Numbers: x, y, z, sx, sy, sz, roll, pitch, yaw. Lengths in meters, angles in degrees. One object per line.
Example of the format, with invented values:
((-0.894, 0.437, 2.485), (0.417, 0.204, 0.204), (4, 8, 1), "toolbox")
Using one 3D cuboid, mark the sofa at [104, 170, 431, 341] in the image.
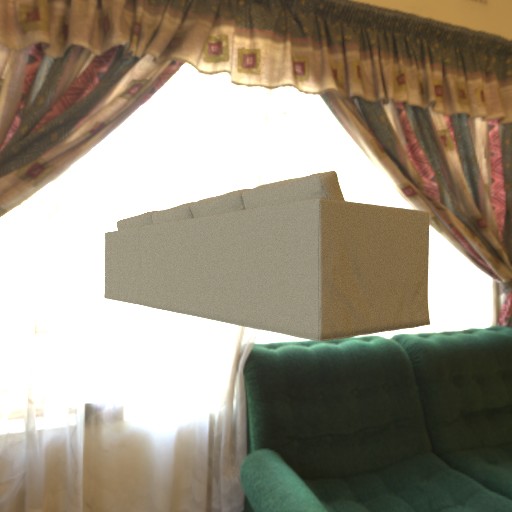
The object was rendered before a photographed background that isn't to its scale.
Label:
((0.000, 0.000, 3.844), (1.622, 0.867, 3.177), (1, -1, -37), "sofa")
